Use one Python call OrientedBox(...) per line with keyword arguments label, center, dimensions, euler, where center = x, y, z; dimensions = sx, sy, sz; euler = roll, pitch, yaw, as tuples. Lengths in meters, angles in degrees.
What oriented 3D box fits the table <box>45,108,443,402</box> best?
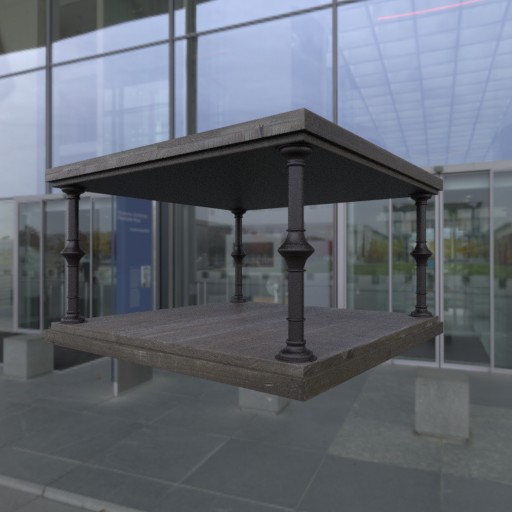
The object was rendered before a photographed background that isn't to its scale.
OrientedBox(label="table", center=(0.000, 0.000, 1.090), dimensions=(0.696, 0.400, 0.696), euler=(0, 0, 37))
